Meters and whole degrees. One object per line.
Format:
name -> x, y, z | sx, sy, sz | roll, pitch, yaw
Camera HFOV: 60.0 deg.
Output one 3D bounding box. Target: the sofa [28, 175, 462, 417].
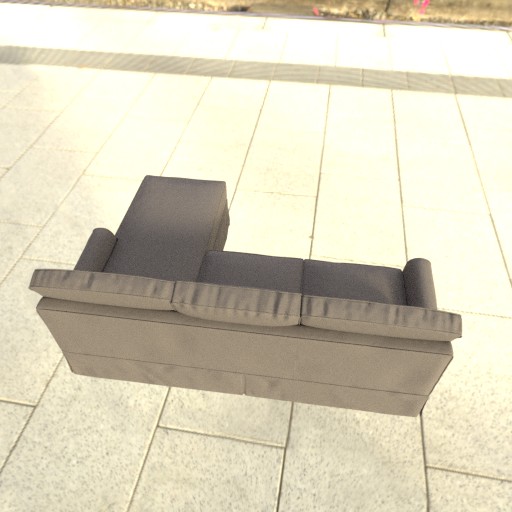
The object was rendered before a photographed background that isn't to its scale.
sofa -> 0.000, 0.000, 3.258 | 2.475, 0.978, 1.733 | 6, 47, 5
